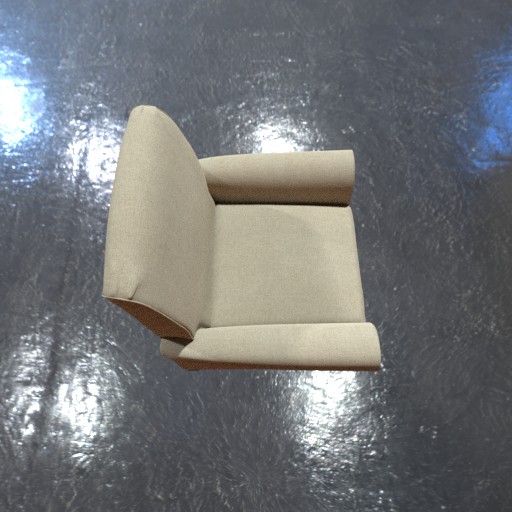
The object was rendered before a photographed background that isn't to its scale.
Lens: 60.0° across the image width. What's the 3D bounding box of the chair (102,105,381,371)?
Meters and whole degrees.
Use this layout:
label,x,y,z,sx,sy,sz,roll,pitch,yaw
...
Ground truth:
label,x,y,z,sx,sy,sz,roll,pitch,yaw
chair,0.000,0.000,1.843,0.905,1.061,0.978,0,63,0
